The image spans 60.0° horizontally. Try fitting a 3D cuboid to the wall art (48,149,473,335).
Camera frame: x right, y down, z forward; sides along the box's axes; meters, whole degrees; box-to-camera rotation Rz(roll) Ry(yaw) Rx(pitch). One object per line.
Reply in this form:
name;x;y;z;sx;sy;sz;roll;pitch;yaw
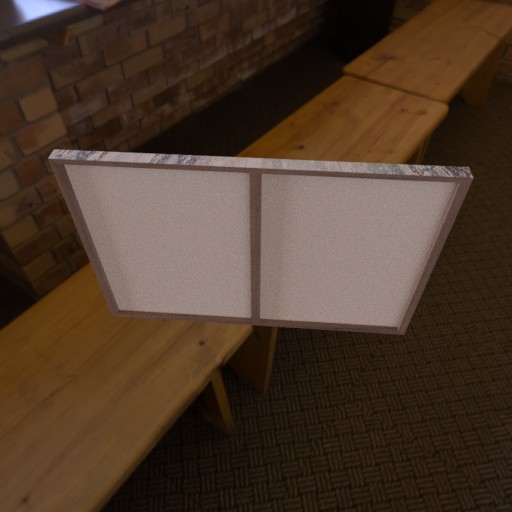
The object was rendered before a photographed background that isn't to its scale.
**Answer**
wall art;0.000;0.000;1.187;0.919;0.598;0.038;3;47;3
